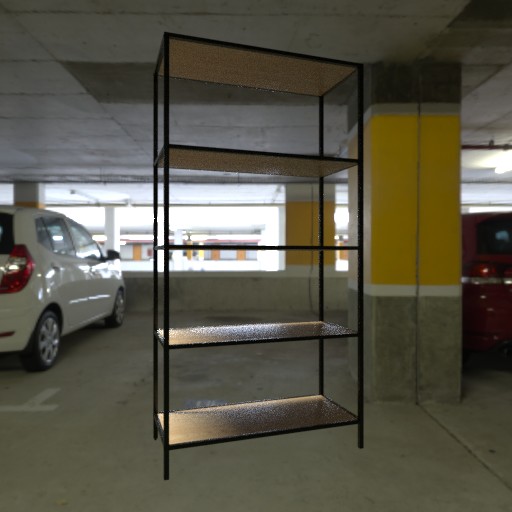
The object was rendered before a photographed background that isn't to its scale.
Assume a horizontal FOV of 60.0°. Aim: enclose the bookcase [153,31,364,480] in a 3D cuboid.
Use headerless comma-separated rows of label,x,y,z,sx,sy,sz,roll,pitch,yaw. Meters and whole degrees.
bookcase,0.000,0.000,1.770,0.770,1.500,0.350,0,0,-19
